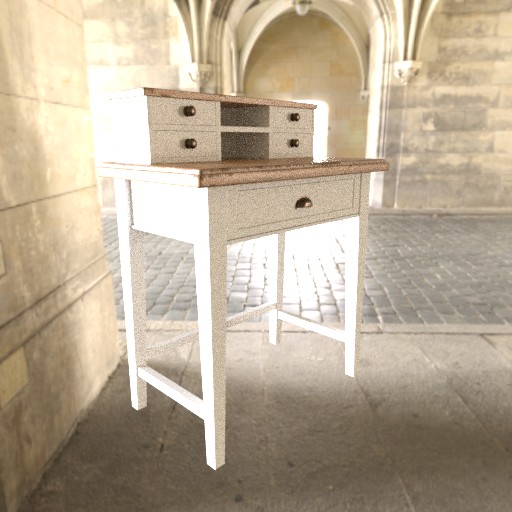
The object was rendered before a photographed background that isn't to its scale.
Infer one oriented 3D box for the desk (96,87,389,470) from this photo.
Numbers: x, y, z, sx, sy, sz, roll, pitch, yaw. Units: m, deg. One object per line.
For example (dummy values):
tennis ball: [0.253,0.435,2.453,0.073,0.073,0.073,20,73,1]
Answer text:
desk: [0.000,0.000,1.440,0.462,0.981,0.814,14,20,43]
